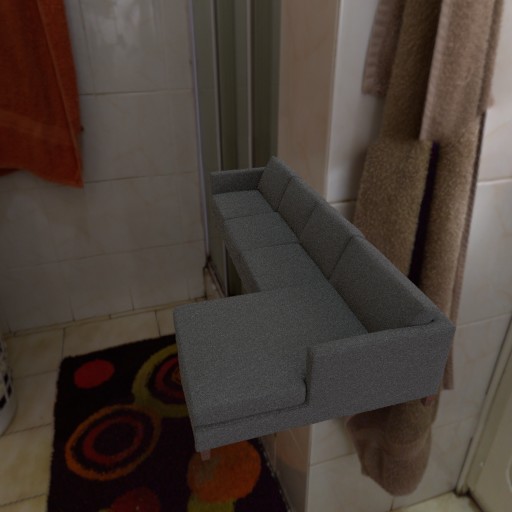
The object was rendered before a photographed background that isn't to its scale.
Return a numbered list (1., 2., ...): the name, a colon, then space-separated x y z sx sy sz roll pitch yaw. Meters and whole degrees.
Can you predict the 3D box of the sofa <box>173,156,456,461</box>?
1. sofa: 0.000 0.000 3.900 1.625 0.846 3.186 -8 31 -14
